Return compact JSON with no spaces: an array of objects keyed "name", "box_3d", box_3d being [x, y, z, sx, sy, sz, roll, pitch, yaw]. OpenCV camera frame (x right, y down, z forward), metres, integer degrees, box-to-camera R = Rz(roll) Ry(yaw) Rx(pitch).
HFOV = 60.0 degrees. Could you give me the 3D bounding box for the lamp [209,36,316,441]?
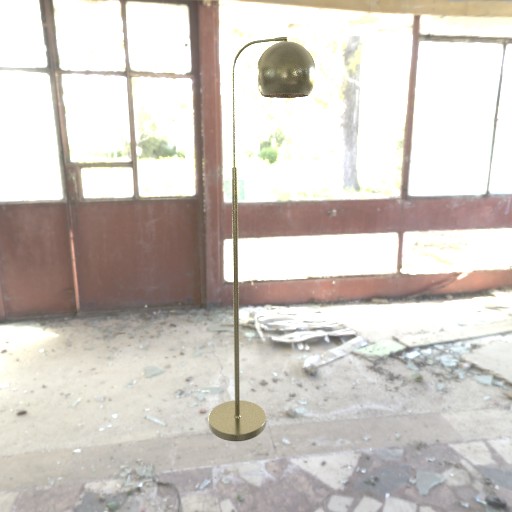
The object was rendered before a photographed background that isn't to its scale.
[{"name":"lamp","box_3d":[0.000,0.000,1.703,0.431,1.526,0.250,7,16,26]}]
